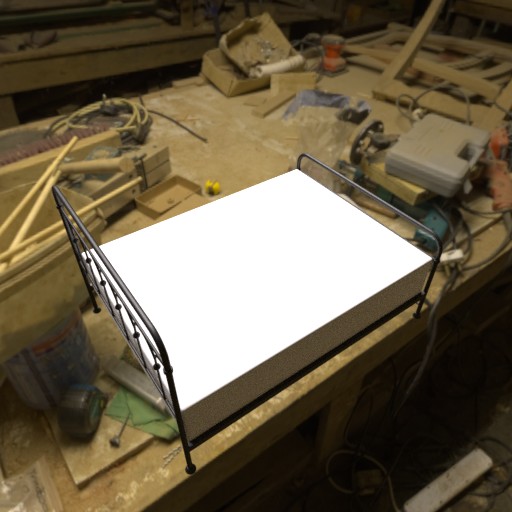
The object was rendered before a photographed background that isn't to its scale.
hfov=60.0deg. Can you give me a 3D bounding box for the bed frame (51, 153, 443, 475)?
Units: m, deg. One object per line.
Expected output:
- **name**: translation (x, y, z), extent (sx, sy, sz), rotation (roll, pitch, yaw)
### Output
- **bed frame**: translation (0.000, 0.000, 3.272), extent (2.203, 1.276, 1.664), rotation (-25, 48, -26)
